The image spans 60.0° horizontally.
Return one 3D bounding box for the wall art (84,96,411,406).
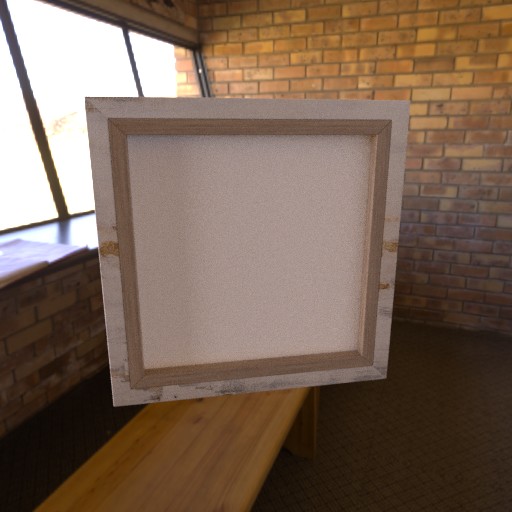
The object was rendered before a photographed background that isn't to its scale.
[{"bbox_3d":[0.000,0.000,0.915,0.611,0.613,0.040,-3,16,-10],"label":"wall art"}]
